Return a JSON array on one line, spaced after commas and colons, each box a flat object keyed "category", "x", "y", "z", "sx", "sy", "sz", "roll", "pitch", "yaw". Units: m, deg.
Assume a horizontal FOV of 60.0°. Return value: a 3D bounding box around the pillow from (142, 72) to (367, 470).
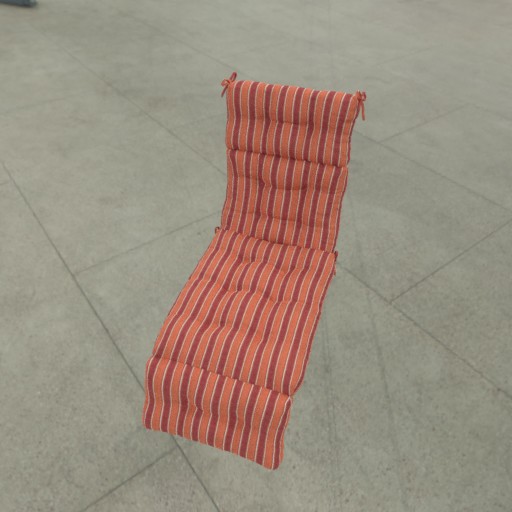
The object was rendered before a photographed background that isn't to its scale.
[{"category": "pillow", "x": 0.000, "y": 0.000, "z": 1.508, "sx": 0.526, "sy": 0.863, "sz": 1.016, "roll": 12, "pitch": 44, "yaw": 13}]
